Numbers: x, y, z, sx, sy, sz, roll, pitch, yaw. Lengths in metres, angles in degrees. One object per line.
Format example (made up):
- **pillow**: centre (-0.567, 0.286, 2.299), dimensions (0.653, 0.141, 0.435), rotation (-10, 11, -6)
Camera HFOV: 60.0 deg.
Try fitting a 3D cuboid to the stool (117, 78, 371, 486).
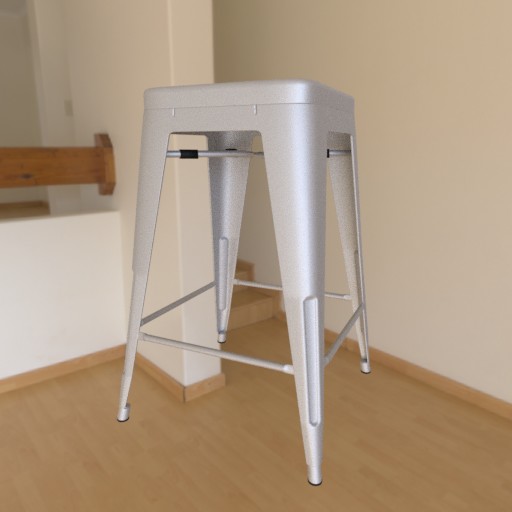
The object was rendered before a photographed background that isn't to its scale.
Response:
- **stool**: centre (0.000, 0.000, 0.876), dimensions (0.410, 0.608, 0.410), rotation (6, 15, 24)
